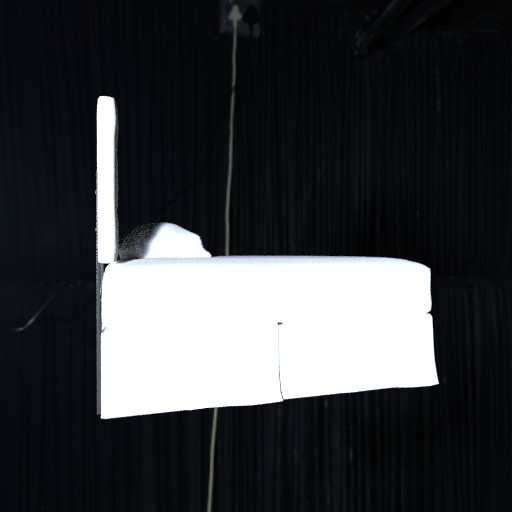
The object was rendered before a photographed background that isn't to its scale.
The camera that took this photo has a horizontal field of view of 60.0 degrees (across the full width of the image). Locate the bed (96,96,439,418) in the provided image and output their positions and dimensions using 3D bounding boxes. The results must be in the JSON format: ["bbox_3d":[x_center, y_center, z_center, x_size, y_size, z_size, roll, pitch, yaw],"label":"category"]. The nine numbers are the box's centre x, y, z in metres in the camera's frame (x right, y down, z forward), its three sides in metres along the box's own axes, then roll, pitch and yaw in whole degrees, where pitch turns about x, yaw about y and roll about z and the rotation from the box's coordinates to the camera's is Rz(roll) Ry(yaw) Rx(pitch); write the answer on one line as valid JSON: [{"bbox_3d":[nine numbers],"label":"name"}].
[{"bbox_3d":[0.000,0.000,2.982,1.997,1.571,1.261,0,0,-18],"label":"bed"}]
